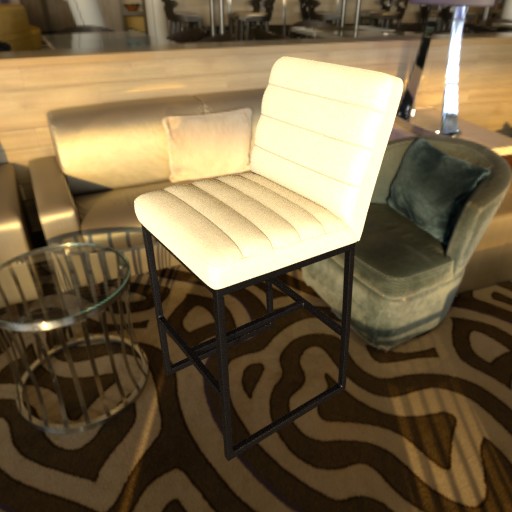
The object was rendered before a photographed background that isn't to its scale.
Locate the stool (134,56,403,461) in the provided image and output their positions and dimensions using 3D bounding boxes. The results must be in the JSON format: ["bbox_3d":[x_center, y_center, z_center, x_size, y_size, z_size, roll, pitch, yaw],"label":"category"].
[{"bbox_3d":[0.000,0.000,1.335,0.560,1.040,0.460,-20,36,-30],"label":"stool"}]
